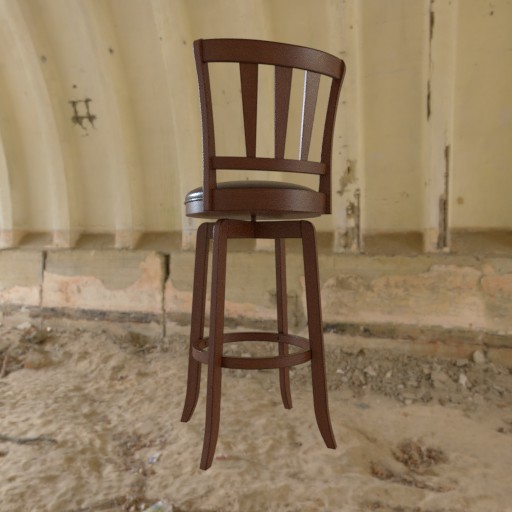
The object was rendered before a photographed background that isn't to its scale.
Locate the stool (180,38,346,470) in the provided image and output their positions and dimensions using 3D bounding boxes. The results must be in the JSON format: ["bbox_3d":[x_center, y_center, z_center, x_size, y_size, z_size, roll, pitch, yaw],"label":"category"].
[{"bbox_3d":[0.000,0.000,1.429,0.464,1.177,0.503,0,1,-18],"label":"stool"}]
